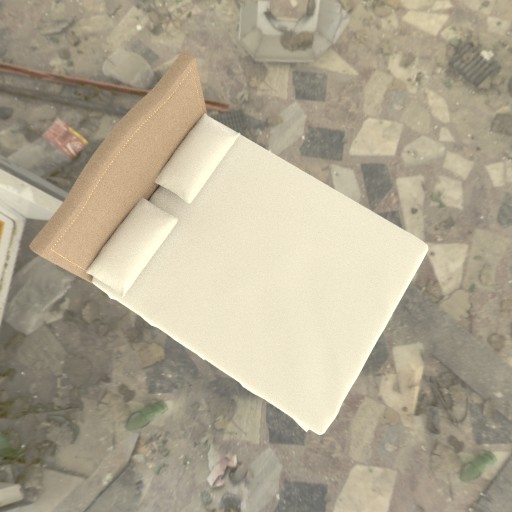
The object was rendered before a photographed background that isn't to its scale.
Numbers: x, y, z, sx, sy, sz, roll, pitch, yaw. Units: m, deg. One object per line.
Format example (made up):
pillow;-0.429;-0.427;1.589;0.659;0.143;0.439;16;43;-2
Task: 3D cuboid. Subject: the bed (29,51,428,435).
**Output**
bed;0.000;0.000;3.380;2.282;1.436;1.821;32;78;7
